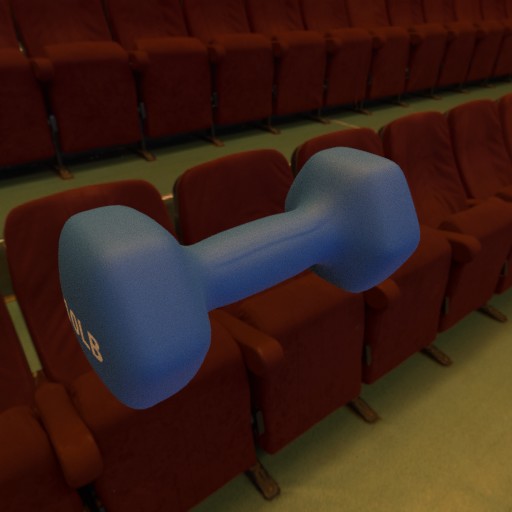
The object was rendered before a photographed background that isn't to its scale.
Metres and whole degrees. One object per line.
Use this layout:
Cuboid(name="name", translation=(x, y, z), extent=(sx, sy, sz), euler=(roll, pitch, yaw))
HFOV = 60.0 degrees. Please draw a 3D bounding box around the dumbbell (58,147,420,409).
Cuboid(name="dumbbell", translation=(0.000, 0.000, 0.263), extent=(0.212, 0.093, 0.103), euler=(-21, 36, -32))
